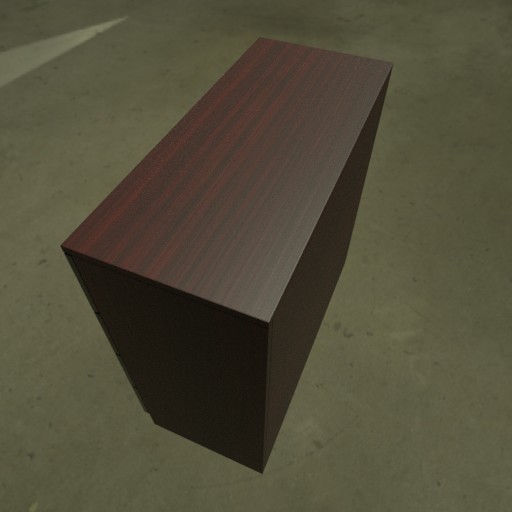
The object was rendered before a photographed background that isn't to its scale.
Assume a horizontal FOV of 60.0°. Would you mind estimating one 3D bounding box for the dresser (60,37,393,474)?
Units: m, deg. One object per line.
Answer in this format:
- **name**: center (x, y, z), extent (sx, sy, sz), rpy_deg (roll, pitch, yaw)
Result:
- **dresser**: center (0.000, 0.000, 1.109), extent (0.360, 0.720, 0.750), rpy_deg (18, 52, 15)
